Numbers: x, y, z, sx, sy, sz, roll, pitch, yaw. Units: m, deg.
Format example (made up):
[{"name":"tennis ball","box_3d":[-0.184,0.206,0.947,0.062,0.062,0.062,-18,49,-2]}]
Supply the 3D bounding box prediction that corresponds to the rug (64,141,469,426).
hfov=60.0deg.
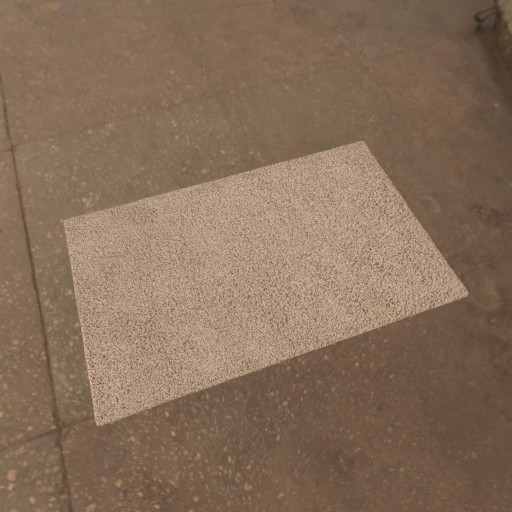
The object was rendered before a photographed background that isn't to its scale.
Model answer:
[{"name":"rug","box_3d":[0.000,0.000,3.075,2.438,0.030,1.524,-17,59,-10]}]
